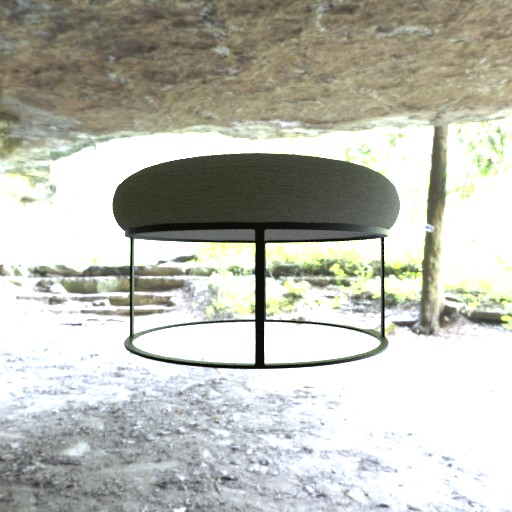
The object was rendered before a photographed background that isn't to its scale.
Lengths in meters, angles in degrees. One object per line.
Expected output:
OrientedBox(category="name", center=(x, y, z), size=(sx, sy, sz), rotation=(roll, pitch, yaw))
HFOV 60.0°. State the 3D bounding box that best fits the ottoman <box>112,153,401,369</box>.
OrientedBox(category="ottoman", center=(0.000, 0.000, 1.237), size=(0.769, 0.459, 0.769), rotation=(0, -1, 0))
